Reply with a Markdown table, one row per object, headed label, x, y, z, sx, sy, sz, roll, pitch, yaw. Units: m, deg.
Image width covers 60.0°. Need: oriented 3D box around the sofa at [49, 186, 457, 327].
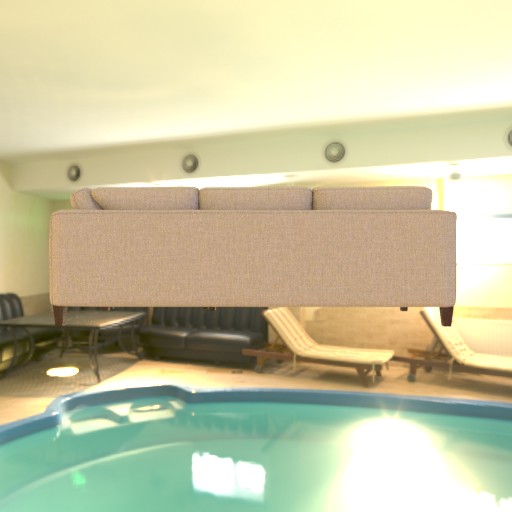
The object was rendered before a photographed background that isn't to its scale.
| label | x | y | z | sx | sy | sz | roll | pitch | yaw |
| --- | --- | --- | --- | --- | --- | --- | --- | --- | --- |
| sofa | 0.000 | 0.000 | 4.388 | 2.551 | 0.889 | 3.403 | 0 | 0 | 1 |
